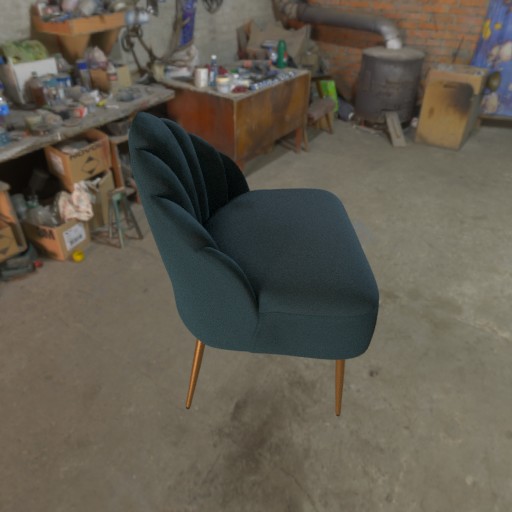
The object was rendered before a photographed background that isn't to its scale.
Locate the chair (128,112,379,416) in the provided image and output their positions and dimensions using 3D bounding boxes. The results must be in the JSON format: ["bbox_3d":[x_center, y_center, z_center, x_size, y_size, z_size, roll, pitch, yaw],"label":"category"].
[{"bbox_3d":[0.000,0.000,1.293,0.599,0.819,0.657,-1,34,-2],"label":"chair"}]
